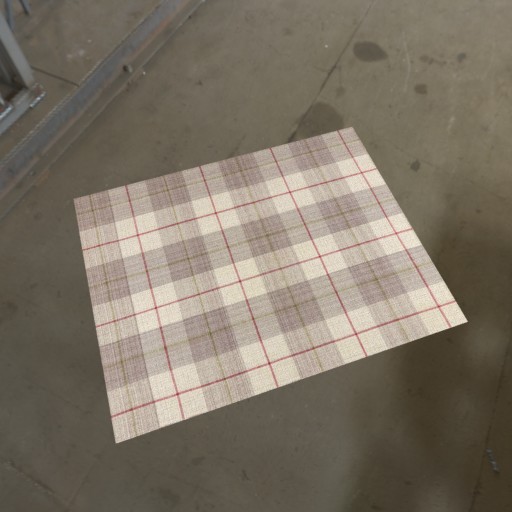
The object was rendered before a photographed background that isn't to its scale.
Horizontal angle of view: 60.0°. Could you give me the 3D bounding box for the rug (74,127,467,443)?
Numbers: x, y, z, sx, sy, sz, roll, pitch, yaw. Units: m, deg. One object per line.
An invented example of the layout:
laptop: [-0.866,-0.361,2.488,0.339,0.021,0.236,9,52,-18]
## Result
rug: [0.000,0.000,4.013,2.959,0.016,2.317,-17,63,-9]
